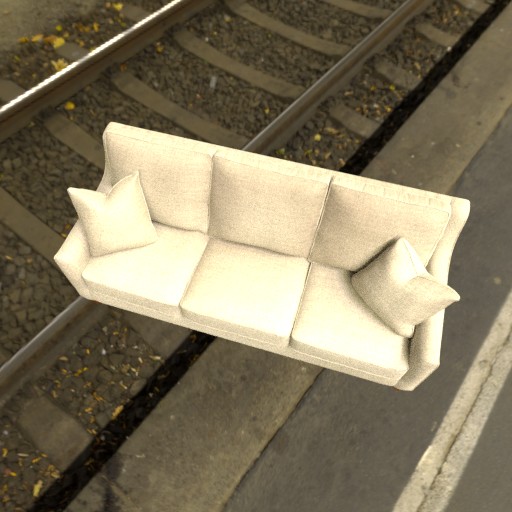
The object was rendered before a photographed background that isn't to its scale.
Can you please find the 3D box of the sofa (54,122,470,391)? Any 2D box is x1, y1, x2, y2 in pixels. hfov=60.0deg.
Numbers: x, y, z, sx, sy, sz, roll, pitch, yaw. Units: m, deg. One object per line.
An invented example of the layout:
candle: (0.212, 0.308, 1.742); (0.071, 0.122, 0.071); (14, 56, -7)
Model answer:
sofa: (0.000, 0.000, 2.477); (2.031, 0.914, 0.865); (14, 59, 9)
